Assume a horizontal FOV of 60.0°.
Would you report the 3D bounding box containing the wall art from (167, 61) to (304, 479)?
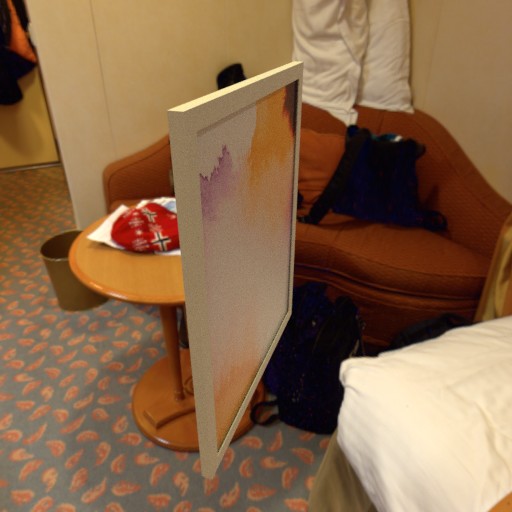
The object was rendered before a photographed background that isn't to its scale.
[{"bbox_3d":[0.000,0.000,1.083,0.026,0.811,0.661,10,31,17],"label":"wall art"}]
